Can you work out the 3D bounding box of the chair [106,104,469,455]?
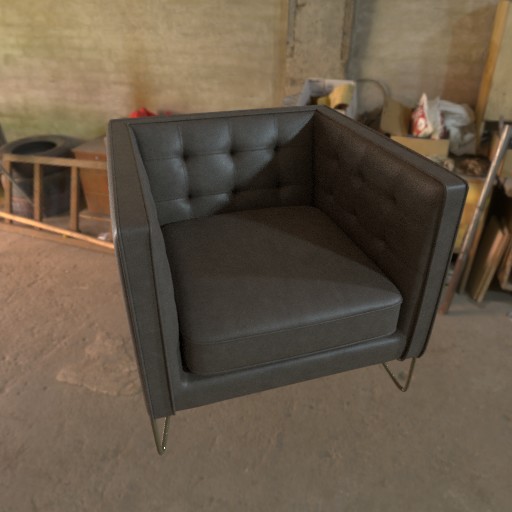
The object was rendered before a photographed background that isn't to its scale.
[{"bbox_3d":[0.000,0.000,1.533,0.880,0.790,0.894,-9,32,-14],"label":"chair"}]
